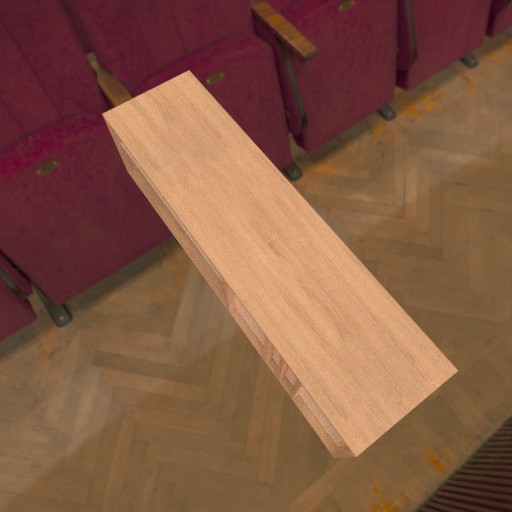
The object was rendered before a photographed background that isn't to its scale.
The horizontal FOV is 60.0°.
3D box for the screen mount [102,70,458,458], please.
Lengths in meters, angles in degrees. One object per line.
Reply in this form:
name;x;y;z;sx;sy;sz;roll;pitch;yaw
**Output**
screen mount;0.000;0.000;1.753;0.400;0.510;1.500;-33;69;-14
